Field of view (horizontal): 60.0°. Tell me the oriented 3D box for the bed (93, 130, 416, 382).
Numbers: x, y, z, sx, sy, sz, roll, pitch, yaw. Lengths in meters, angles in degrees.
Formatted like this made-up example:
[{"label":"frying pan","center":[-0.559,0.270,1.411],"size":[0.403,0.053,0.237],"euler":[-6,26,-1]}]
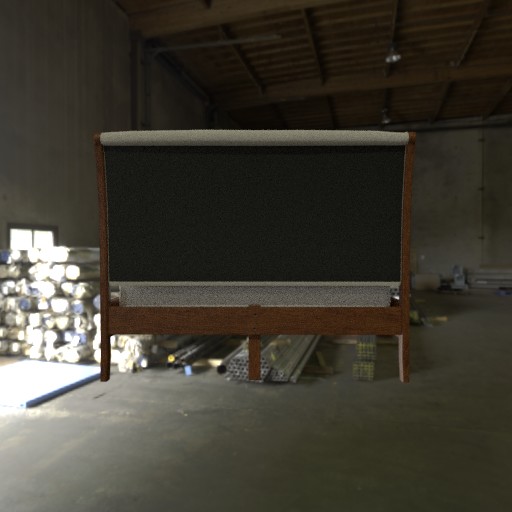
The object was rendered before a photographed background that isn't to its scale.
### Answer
[{"label":"bed","center":[0.000,0.000,3.299],"size":[1.612,1.250,2.380],"euler":[0,1,0]}]
